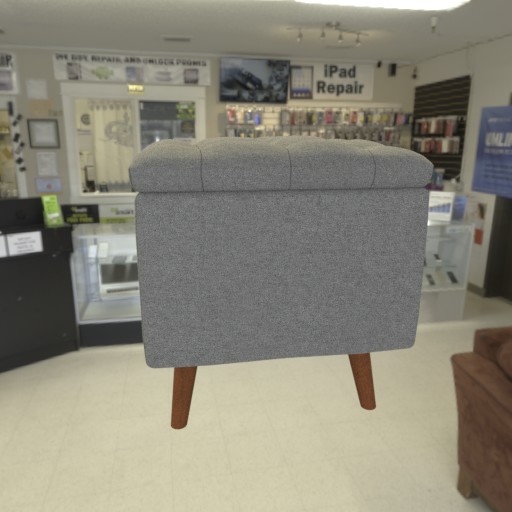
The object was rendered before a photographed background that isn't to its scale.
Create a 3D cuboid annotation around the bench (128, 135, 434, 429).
[{"bbox_3d":[0.000,0.000,0.898,0.417,0.469,0.572,-2,15,-9],"label":"bench"}]
